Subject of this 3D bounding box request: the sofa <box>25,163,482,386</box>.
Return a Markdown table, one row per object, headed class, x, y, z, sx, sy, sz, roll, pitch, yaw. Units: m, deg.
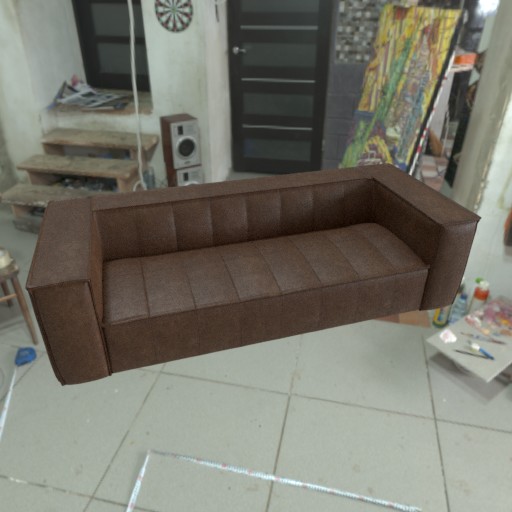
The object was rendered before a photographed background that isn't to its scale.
| class | x | y | z | sx | sy | sz | roll | pitch | yaw |
| --- | --- | --- | --- | --- | --- | --- | --- | --- | --- |
| sofa | 0.000 | 0.000 | 2.950 | 2.581 | 0.701 | 1.102 | -9 | 32 | -14 |
